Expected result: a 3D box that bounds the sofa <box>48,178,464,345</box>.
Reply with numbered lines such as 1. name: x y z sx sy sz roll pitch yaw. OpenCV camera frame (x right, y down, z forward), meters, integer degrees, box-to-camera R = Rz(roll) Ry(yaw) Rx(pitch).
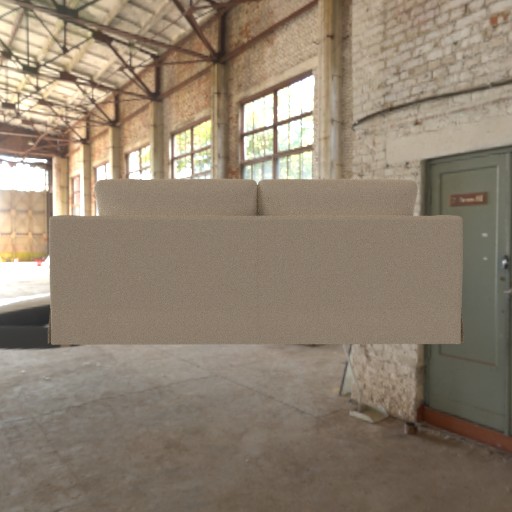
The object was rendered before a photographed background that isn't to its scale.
1. sofa: 0.000 0.000 2.741 2.163 0.881 0.954 0 2 0
